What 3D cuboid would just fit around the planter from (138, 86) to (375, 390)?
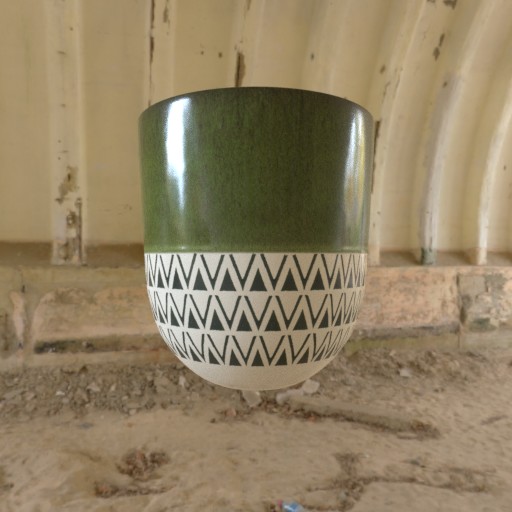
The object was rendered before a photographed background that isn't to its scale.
[{"bbox_3d":[0.000,0.000,0.474,0.245,0.270,0.245,0,0,0],"label":"planter"}]
